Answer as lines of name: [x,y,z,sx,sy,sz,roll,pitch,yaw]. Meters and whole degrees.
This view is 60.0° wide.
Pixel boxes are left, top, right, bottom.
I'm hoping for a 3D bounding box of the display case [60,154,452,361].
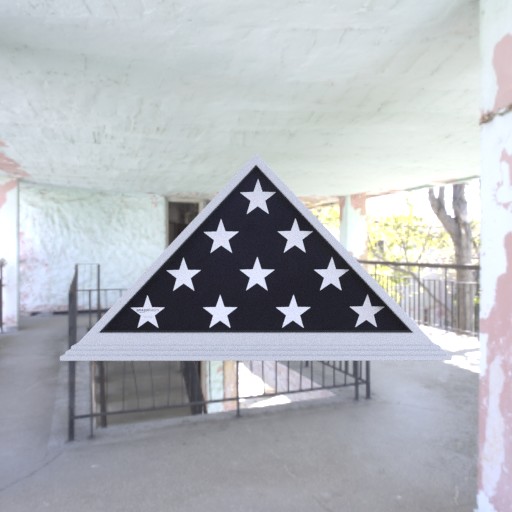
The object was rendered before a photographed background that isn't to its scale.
display case: [0.000,0.000,0.768,0.640,0.340,0.095,0,1,0]
